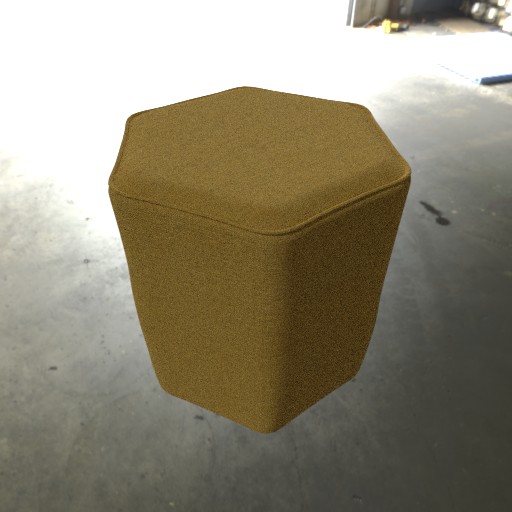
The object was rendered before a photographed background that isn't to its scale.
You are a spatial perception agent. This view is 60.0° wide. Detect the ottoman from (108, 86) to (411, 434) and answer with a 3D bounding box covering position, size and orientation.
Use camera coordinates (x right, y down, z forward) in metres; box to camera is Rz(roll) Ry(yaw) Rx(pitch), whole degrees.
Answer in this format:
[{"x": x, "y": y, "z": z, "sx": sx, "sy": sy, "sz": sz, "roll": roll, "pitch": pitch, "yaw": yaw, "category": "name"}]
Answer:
[{"x": 0.000, "y": 0.000, "z": 0.860, "sx": 0.494, "sy": 0.502, "sz": 0.443, "roll": -25, "pitch": 47, "yaw": -26, "category": "ottoman"}]
